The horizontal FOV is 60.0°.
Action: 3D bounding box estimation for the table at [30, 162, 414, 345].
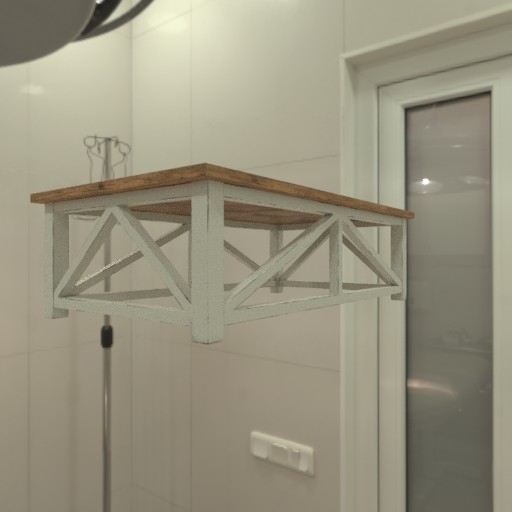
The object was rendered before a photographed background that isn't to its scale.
[{"bbox_3d":[0.000,0.000,1.770,0.800,0.410,1.400,0,0,38],"label":"table"}]
